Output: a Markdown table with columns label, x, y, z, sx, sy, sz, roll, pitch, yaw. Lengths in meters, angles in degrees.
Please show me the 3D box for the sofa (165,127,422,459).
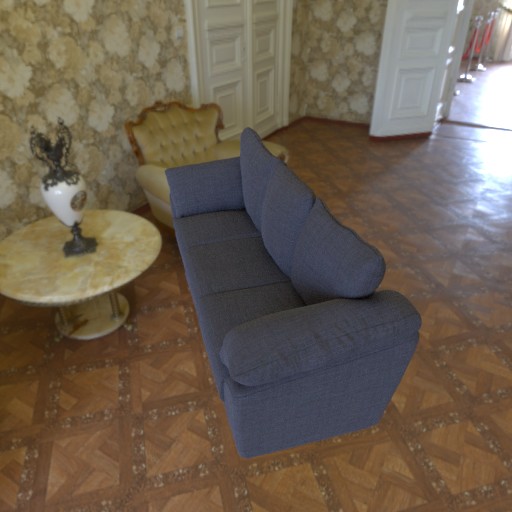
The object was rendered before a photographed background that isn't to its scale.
| label | x | y | z | sx | sy | sz | roll | pitch | yaw |
| --- | --- | --- | --- | --- | --- | --- | --- | --- | --- |
| sofa | 0.000 | 0.000 | 2.858 | 0.883 | 1.080 | 2.336 | -9 | 32 | -14 |
